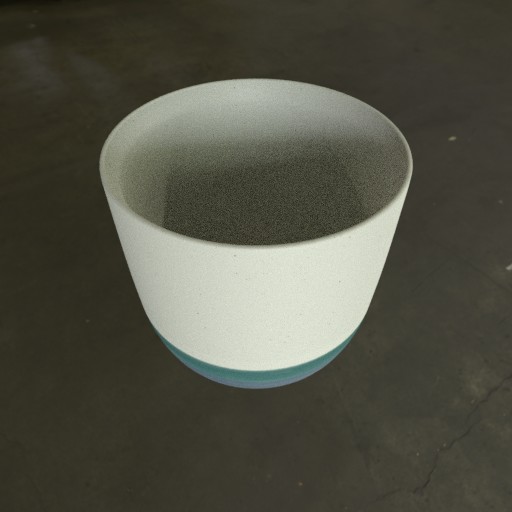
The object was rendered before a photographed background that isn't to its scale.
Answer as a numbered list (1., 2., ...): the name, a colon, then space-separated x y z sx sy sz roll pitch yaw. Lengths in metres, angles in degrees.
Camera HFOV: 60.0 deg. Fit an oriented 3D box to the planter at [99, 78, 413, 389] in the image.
1. planter: 0.000 0.000 0.372 0.204 0.214 0.204 0 45 0
